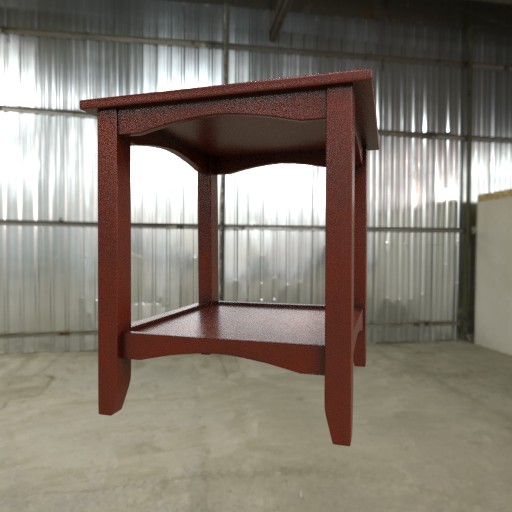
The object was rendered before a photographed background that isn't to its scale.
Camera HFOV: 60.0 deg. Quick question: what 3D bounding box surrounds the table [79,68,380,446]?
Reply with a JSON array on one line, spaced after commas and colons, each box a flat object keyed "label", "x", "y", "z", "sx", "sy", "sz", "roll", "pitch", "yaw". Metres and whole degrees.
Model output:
[{"label": "table", "x": 0.000, "y": 0.000, "z": 0.957, "sx": 0.522, "sy": 0.558, "sz": 0.523, "roll": 1, "pitch": 2, "yaw": 19}]
